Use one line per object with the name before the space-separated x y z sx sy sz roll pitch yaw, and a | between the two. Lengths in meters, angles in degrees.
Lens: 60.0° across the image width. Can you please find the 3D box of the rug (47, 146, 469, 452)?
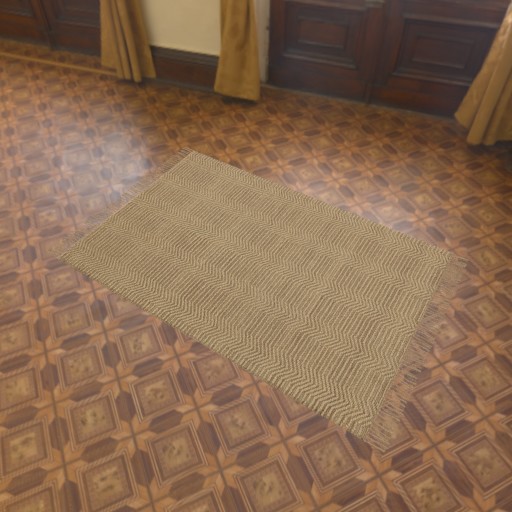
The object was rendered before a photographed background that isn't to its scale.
rug | 0.000 0.000 3.066 2.523 0.034 1.528 25 52 22
